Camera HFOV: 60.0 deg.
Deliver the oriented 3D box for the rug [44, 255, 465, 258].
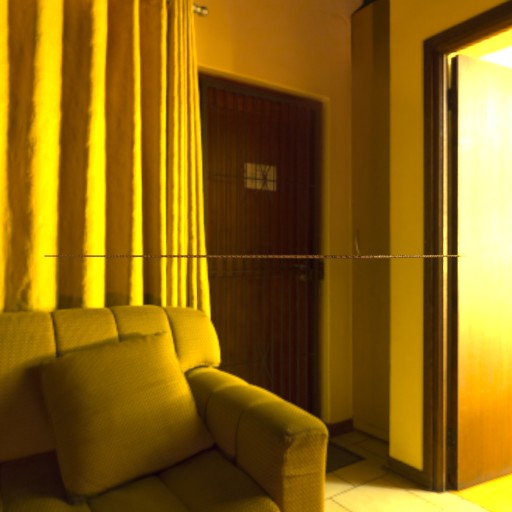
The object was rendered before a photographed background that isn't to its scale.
[{"bbox_3d":[0.000,0.000,4.194,3.207,0.014,2.439,0,0,36],"label":"rug"}]
